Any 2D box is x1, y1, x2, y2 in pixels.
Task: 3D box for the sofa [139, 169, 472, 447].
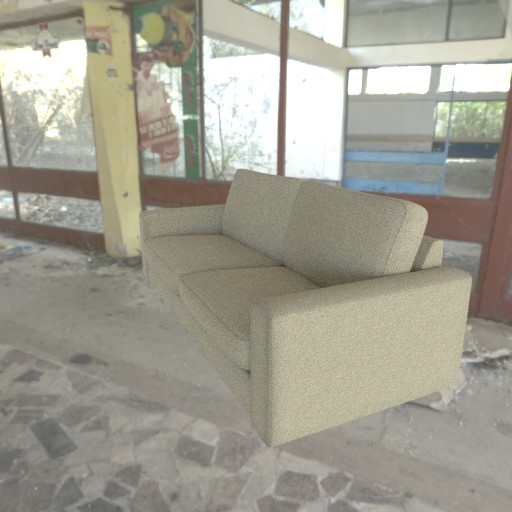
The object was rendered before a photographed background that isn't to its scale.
[{"bbox_3d":[0.000,0.000,2.649,1.016,0.873,2.179,-8,18,-25],"label":"sofa"}]
